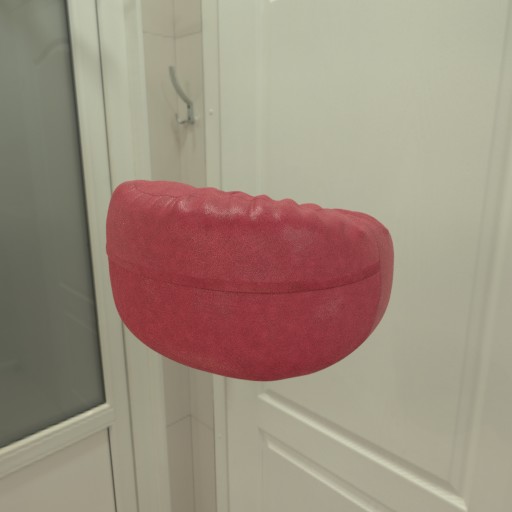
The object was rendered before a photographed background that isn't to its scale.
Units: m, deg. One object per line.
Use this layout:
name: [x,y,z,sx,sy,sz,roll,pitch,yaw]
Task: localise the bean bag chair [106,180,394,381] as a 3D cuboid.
bean bag chair: [0.000,0.000,2.485,1.524,0.878,1.524,-14,20,-43]
